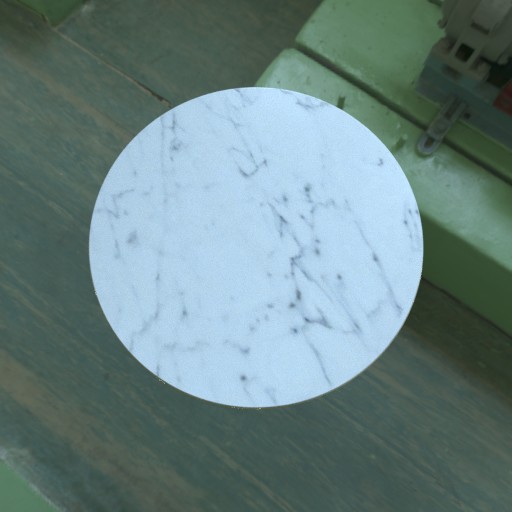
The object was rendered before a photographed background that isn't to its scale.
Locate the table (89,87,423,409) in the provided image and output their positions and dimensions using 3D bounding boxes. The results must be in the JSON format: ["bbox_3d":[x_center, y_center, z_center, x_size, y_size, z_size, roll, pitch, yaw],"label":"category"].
[{"bbox_3d":[0.000,0.000,1.274,0.800,0.450,0.800,0,76,0],"label":"table"}]
